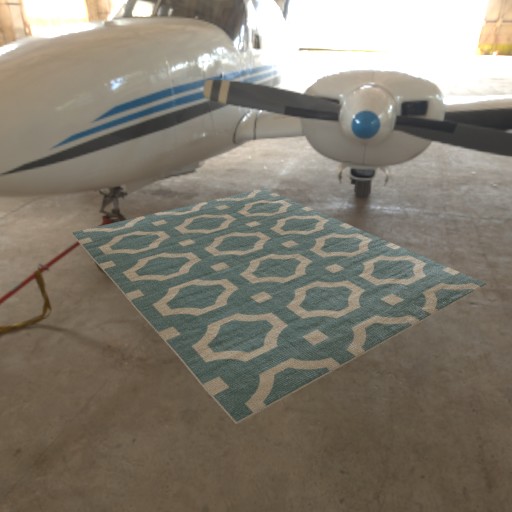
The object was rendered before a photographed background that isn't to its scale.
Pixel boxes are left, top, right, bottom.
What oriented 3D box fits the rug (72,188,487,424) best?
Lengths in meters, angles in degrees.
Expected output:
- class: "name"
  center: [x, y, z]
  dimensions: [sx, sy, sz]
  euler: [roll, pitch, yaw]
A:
- class: "rug"
  center: [0.000, 0.000, 4.073]
  dimensions: [2.466, 0.021, 3.049]
  euler: [-18, 32, -32]
